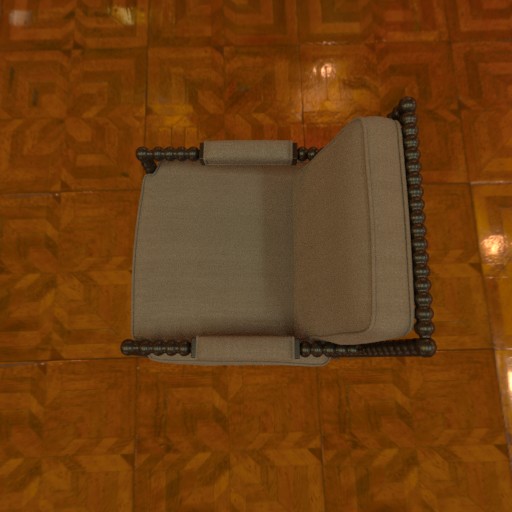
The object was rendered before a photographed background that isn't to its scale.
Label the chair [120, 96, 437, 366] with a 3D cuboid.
[{"bbox_3d":[0.000,0.000,1.112,0.622,0.661,0.540,1,77,0],"label":"chair"}]
